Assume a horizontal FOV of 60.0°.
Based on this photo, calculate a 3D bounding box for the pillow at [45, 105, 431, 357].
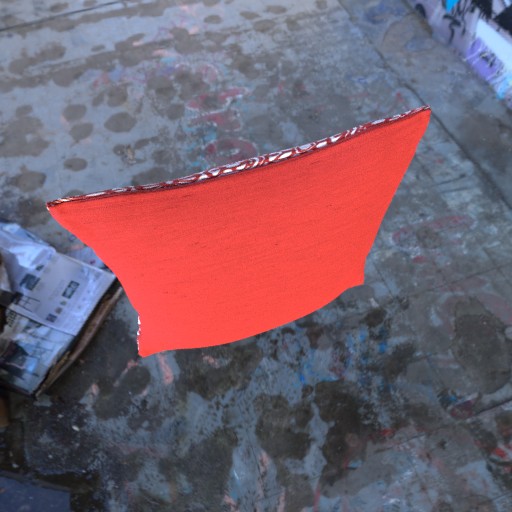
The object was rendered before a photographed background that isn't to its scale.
[{"bbox_3d":[0.000,0.000,0.648,0.438,0.419,0.162,-17,59,-10],"label":"pillow"}]
